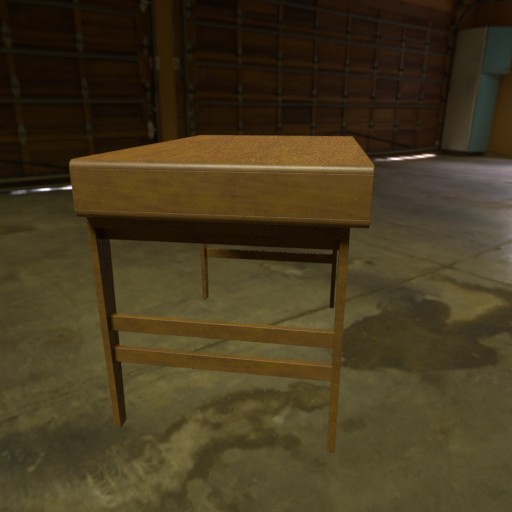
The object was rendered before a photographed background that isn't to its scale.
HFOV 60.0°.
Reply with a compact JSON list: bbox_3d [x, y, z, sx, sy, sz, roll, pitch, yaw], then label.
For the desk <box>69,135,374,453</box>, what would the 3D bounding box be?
[{"bbox_3d":[0.000,0.000,1.540,0.660,0.754,1.066,3,18,9],"label":"desk"}]
